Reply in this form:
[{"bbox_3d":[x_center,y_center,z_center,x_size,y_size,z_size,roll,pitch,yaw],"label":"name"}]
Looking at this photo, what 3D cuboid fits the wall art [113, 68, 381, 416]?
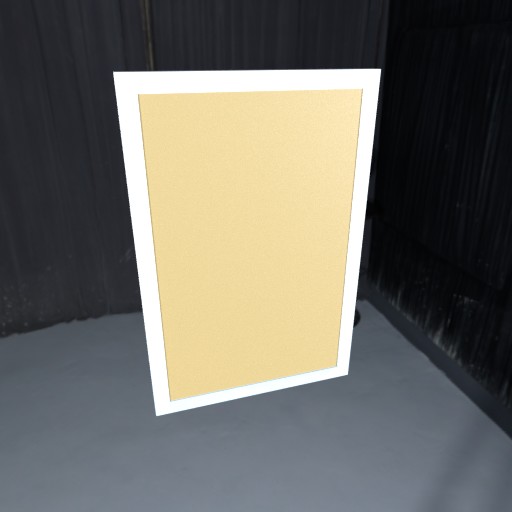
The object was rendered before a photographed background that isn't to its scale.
[{"bbox_3d":[0.000,0.000,1.183,0.612,0.915,0.039,-7,26,-16],"label":"wall art"}]
